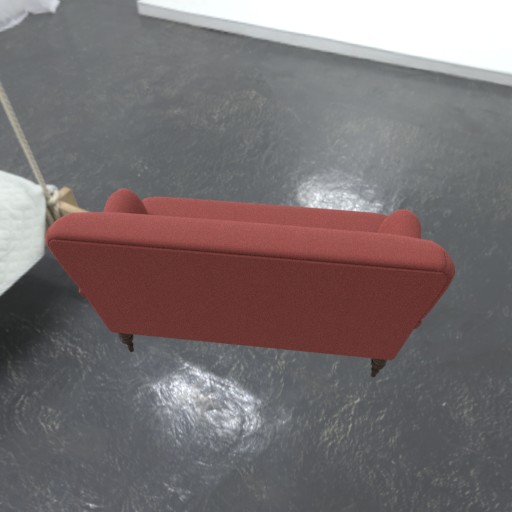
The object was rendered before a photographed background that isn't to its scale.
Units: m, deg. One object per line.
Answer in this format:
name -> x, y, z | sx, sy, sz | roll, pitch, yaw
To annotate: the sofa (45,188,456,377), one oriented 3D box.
sofa -> 0.000, 0.000, 1.806 | 1.297, 0.889, 0.779 | 5, 47, 4
